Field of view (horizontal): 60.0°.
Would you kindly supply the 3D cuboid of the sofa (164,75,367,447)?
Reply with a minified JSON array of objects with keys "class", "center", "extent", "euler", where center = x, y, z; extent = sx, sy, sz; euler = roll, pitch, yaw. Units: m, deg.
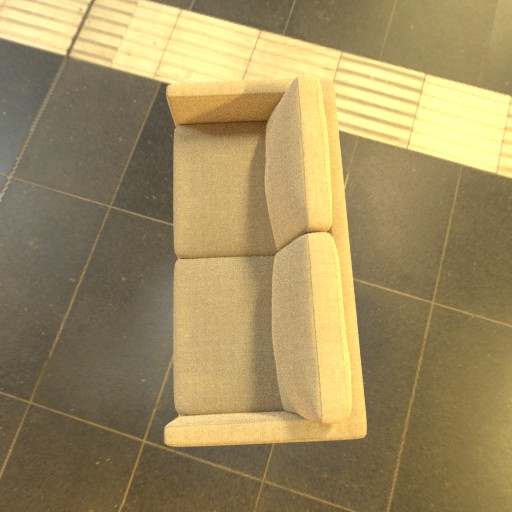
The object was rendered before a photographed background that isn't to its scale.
[{"class":"sofa","center":[0.000,0.000,2.475],"extent":[0.950,0.963,1.884],"euler":[-2,76,-1]}]
